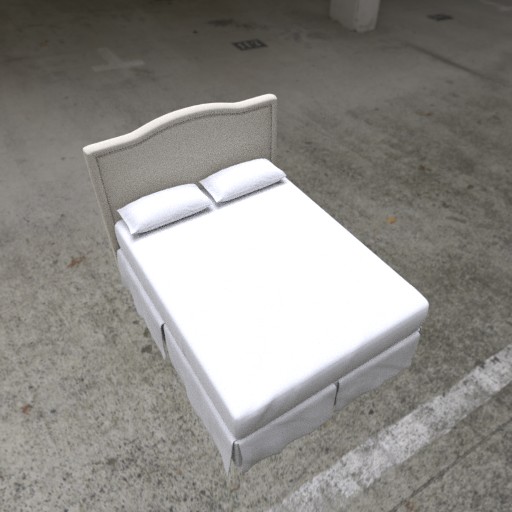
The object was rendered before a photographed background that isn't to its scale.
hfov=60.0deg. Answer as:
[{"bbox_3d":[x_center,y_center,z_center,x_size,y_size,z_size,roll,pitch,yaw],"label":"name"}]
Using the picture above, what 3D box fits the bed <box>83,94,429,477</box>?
[{"bbox_3d":[0.000,0.000,3.340,1.741,1.449,2.196,-24,50,-22],"label":"bed"}]
